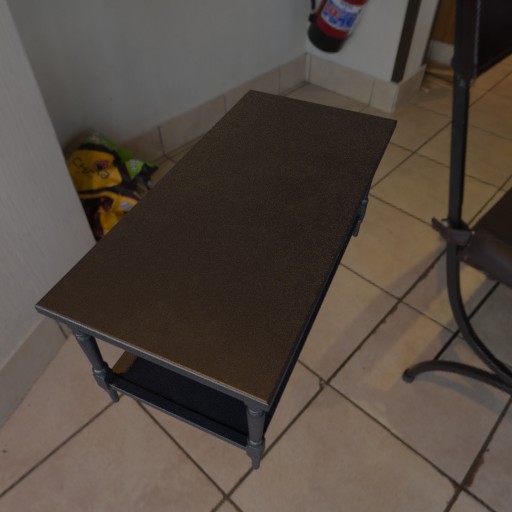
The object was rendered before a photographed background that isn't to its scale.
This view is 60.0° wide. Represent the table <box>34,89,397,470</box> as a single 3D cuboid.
[{"bbox_3d":[0.000,0.000,1.406,0.550,0.510,1.107,18,49,17],"label":"table"}]
